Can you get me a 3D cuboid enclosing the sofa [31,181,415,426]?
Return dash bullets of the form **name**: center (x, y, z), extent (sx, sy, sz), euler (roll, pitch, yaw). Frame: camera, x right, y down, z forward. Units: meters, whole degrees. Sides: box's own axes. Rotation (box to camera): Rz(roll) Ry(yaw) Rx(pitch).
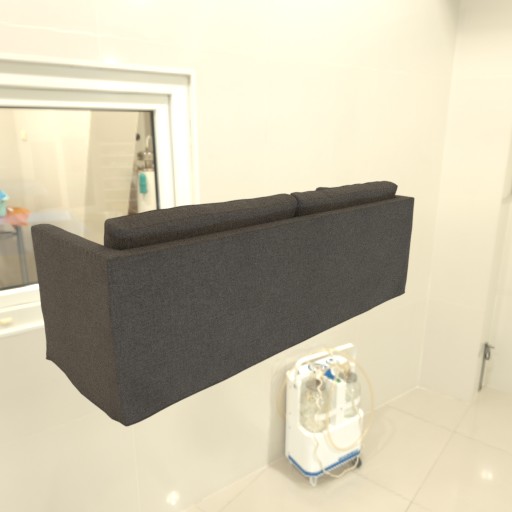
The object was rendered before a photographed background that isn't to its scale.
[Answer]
- **sofa**: center (0.000, 0.000, 3.253), extent (2.779, 0.998, 1.036), euler (-14, 21, -42)
